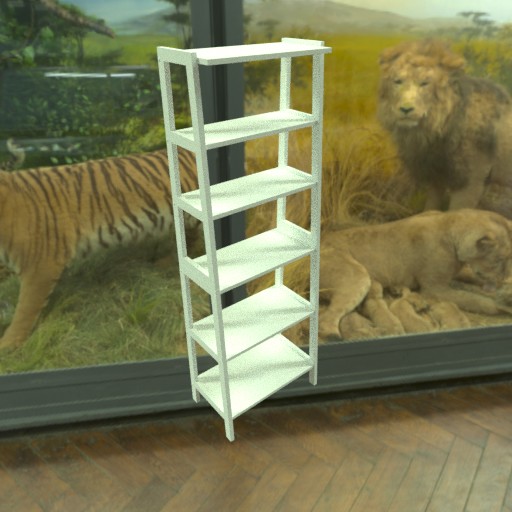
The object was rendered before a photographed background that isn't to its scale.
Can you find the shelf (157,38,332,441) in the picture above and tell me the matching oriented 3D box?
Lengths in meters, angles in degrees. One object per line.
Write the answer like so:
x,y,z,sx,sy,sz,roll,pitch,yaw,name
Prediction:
0.000,0.000,2.196,0.660,1.892,0.381,-22,37,-33,shelf
